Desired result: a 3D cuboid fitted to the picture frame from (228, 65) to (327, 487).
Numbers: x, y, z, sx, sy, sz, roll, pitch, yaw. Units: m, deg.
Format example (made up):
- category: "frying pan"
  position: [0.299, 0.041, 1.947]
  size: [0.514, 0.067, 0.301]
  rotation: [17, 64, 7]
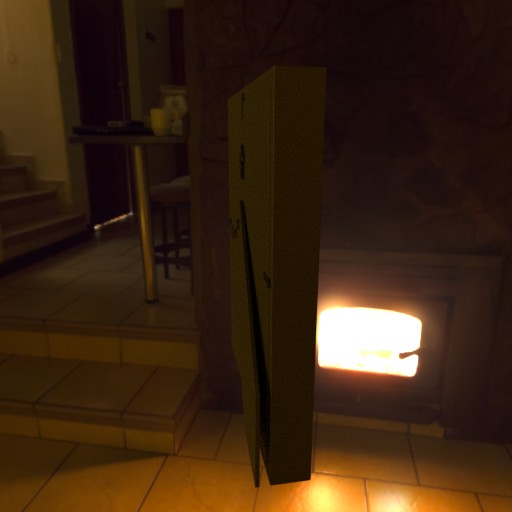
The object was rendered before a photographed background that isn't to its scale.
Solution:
- category: "picture frame"
  position: [0.000, 0.000, 0.398]
  size: [0.042, 0.284, 0.232]
  rotation: [-3, 15, -10]
